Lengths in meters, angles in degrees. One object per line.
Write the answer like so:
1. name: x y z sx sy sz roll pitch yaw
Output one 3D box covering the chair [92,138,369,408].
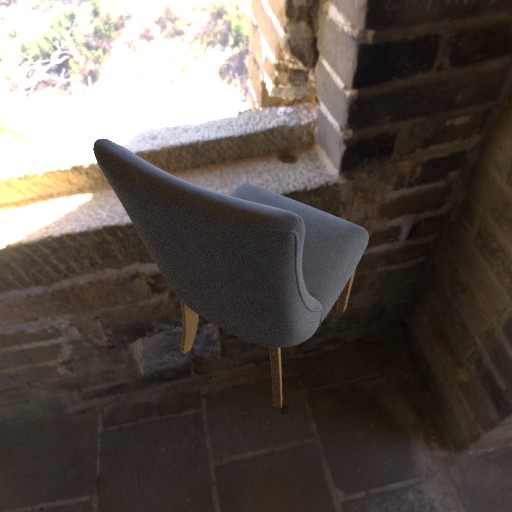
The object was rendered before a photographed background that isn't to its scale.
1. chair: 0.000 0.000 1.280 0.495 0.902 0.610 24 52 20
